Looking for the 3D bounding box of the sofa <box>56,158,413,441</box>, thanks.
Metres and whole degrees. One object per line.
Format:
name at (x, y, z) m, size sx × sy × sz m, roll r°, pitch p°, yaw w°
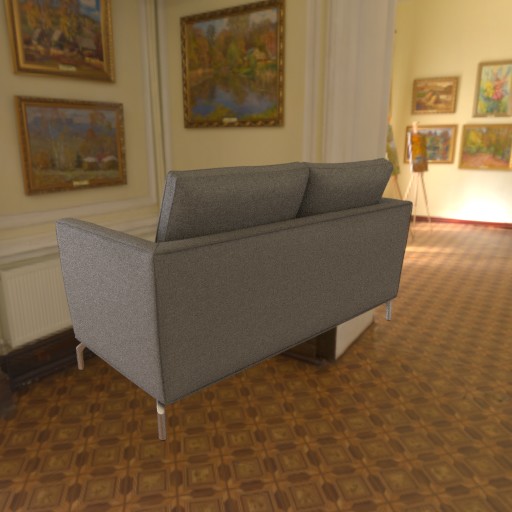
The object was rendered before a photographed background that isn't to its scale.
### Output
sofa at (0.000, 0.000, 2.165) m, size 1.594 × 0.924 × 0.803 m, roll -14°, pitch 20°, yaw -42°
